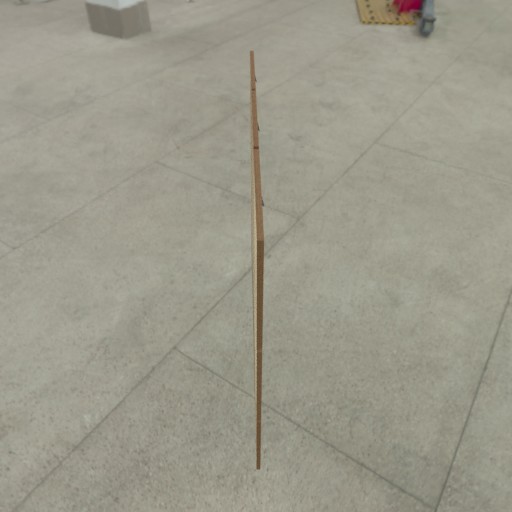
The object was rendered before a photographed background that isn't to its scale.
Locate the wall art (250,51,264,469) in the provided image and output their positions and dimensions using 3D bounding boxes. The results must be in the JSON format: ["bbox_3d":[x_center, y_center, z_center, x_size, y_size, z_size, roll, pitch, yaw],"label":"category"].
[{"bbox_3d":[0.000,0.000,1.366,0.018,0.913,0.915,-1,43,-1],"label":"wall art"}]
